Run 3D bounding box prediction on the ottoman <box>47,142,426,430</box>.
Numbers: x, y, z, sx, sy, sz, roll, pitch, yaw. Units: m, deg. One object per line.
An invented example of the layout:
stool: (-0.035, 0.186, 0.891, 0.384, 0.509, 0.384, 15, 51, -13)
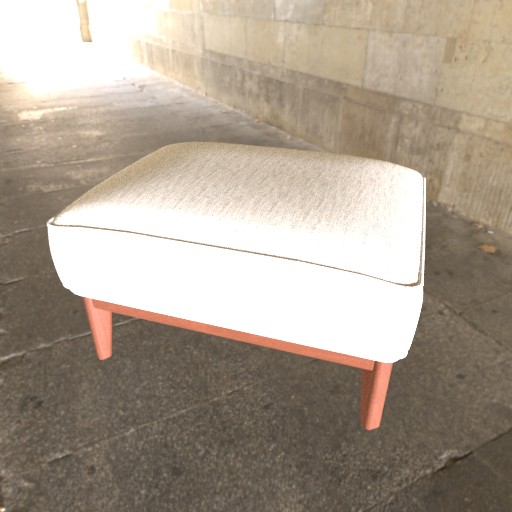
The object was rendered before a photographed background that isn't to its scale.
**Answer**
ottoman: (0.000, 0.000, 1.161, 0.794, 0.465, 0.594, 10, 32, 16)
